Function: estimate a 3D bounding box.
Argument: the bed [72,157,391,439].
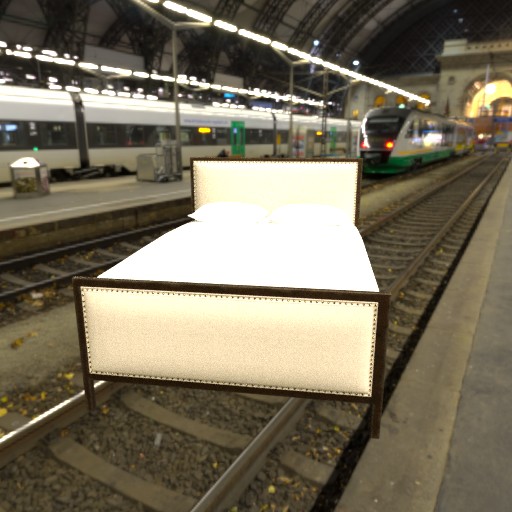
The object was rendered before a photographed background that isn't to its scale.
[{"bbox_3d":[0.000,0.000,3.236,1.607,1.313,2.221,2,15,9],"label":"bed"}]
